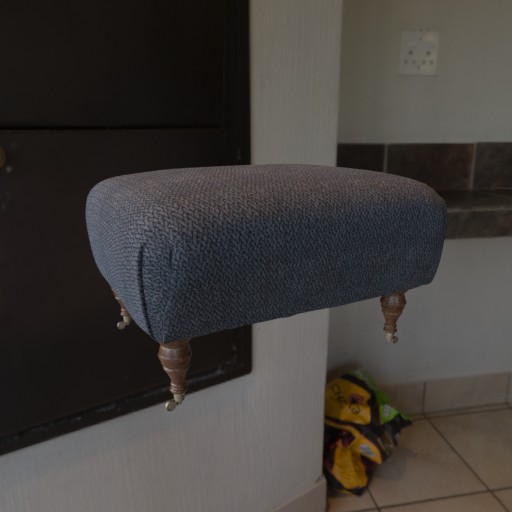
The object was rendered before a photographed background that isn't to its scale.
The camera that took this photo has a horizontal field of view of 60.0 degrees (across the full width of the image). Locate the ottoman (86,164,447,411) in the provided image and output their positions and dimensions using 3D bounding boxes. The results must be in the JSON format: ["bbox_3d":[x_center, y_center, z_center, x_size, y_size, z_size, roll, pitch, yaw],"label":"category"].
[{"bbox_3d":[0.000,0.000,1.133,0.747,0.450,0.622,-8,17,-28],"label":"ottoman"}]
